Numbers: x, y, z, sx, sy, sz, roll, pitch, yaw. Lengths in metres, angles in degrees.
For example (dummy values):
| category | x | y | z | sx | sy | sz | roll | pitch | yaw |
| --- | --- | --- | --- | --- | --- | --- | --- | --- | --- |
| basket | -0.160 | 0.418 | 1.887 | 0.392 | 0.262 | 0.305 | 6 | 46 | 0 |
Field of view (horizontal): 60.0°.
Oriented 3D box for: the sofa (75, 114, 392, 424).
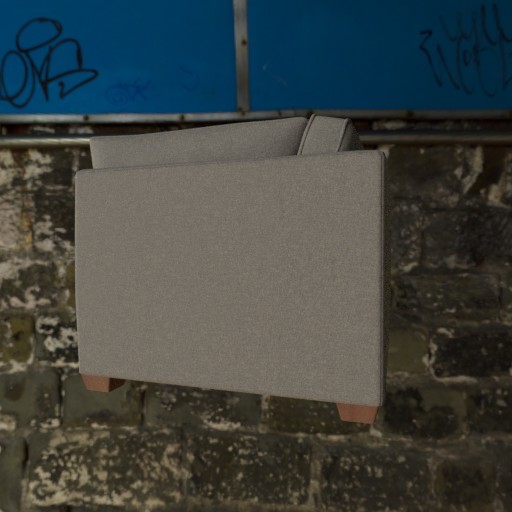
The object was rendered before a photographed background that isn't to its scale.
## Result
| category | x | y | z | sx | sy | sz | roll | pitch | yaw |
| --- | --- | --- | --- | --- | --- | --- | --- | --- | --- |
| sofa | 0.000 | 0.000 | 1.982 | 1.146 | 1.002 | 1.084 | 0 | 1 | 18 |
